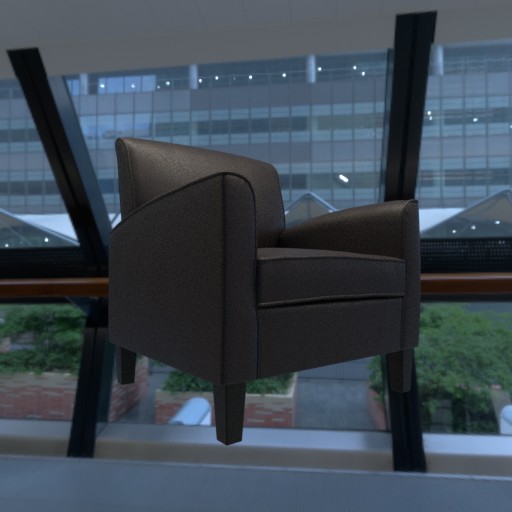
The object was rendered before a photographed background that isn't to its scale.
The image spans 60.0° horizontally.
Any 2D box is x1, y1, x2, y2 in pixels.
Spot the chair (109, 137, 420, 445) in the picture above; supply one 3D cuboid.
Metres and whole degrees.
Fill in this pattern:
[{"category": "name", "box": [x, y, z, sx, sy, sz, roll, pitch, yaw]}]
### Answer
[{"category": "chair", "box": [0.000, 0.000, 1.577, 0.820, 0.916, 0.819, 1, -1, -38]}]
